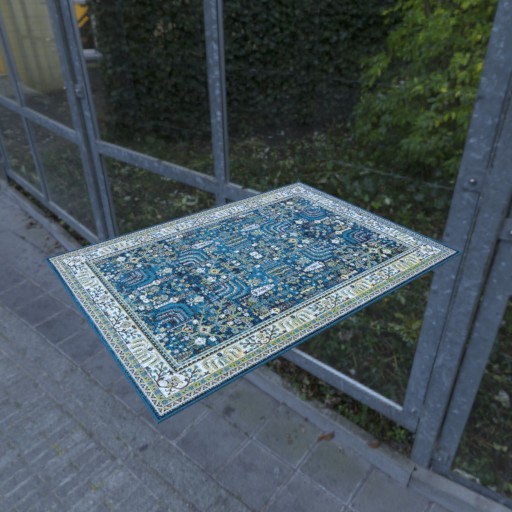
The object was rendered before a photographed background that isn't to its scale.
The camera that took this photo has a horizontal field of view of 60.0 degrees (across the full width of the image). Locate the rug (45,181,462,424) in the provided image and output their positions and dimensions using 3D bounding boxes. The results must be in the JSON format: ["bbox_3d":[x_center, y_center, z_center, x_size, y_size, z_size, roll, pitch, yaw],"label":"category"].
[{"bbox_3d":[0.000,0.000,2.896,2.213,0.013,1.594,-22,37,-31],"label":"rug"}]
